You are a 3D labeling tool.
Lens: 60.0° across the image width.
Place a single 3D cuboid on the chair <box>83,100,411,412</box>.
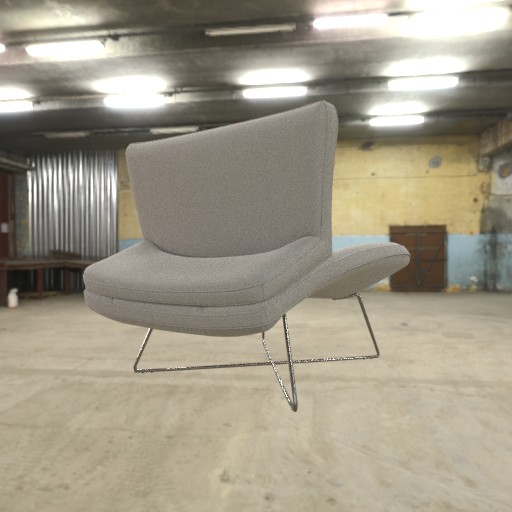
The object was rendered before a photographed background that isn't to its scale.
[{"bbox_3d":[0.000,0.000,1.638,0.859,0.855,1.008,0,1,36],"label":"chair"}]
